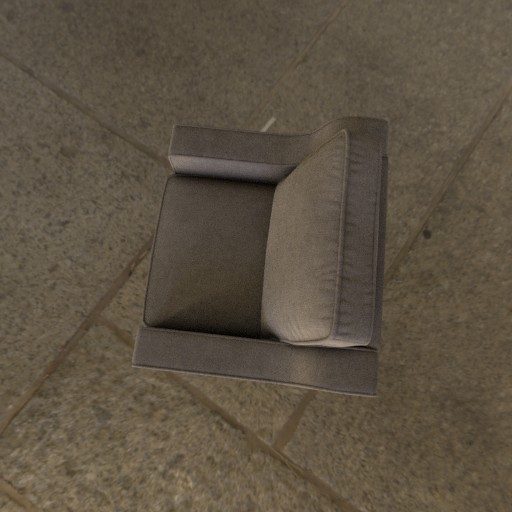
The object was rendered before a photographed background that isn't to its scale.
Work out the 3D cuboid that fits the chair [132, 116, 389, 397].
[{"bbox_3d":[0.000,0.000,1.719,0.840,0.944,0.926,6,76,2],"label":"chair"}]
